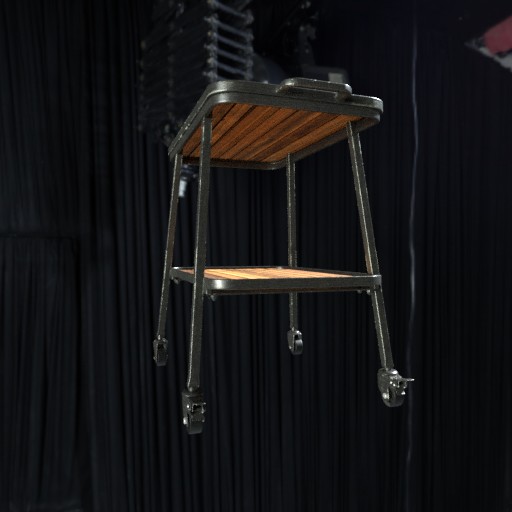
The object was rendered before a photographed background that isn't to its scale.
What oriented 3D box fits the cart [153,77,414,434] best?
[{"bbox_3d":[0.000,0.000,1.248,0.515,0.700,0.806,0,1,-19],"label":"cart"}]
